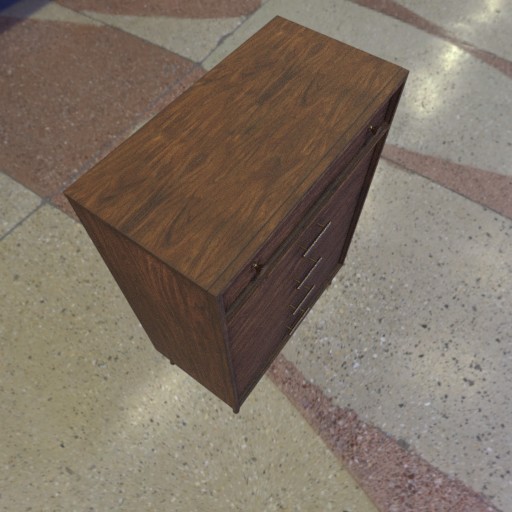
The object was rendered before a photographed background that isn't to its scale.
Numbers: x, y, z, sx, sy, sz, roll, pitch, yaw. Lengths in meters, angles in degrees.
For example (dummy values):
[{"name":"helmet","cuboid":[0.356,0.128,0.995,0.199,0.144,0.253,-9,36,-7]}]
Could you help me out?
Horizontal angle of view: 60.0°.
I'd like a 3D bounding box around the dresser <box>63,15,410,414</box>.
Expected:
[{"name":"dresser","cuboid":[0.000,0.000,1.782,0.498,1.365,0.919,32,64,18]}]
